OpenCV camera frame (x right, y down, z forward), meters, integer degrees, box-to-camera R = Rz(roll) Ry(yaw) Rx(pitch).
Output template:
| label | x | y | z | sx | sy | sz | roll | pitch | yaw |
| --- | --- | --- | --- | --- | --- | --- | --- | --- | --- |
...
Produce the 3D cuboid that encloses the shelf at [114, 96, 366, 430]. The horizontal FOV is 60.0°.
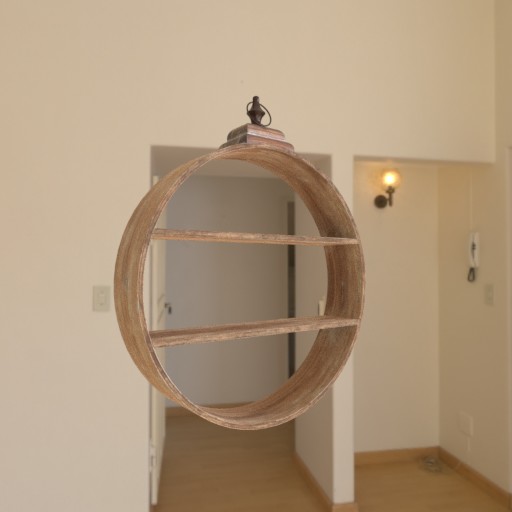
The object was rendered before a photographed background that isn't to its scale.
| label | x | y | z | sx | sy | sz | roll | pitch | yaw |
| --- | --- | --- | --- | --- | --- | --- | --- | --- | --- |
| shelf | 0.000 | 0.000 | 0.997 | 0.601 | 0.725 | 0.125 | 1 | -2 | -36 |
